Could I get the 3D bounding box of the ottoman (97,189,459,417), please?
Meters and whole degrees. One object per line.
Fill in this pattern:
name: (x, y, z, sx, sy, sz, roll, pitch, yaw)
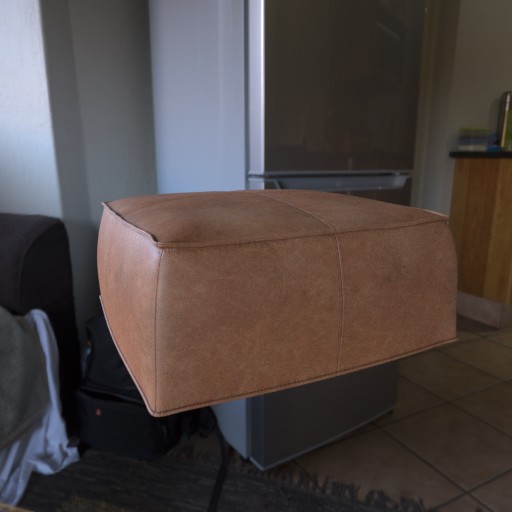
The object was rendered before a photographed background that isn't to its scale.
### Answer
ottoman: (0.000, 0.000, 1.388, 0.902, 0.395, 0.901, -6, 15, -25)
